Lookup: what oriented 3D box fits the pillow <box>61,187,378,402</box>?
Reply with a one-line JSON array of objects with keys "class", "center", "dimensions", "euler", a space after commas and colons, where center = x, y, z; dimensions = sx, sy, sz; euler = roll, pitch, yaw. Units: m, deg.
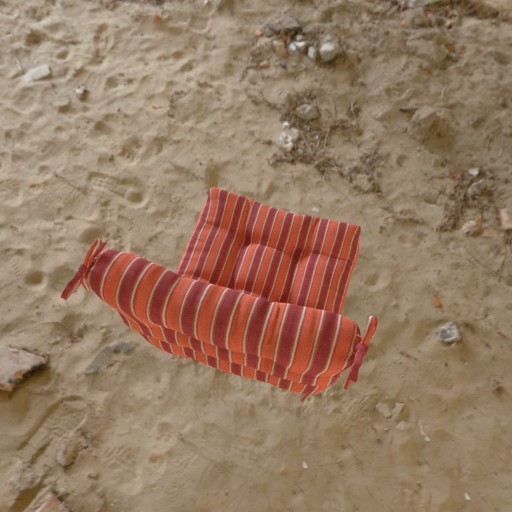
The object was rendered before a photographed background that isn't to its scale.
[{"class": "pillow", "center": [0.000, 0.000, 1.027], "dimensions": [0.519, 0.605, 0.571], "euler": [16, 65, 7]}]
